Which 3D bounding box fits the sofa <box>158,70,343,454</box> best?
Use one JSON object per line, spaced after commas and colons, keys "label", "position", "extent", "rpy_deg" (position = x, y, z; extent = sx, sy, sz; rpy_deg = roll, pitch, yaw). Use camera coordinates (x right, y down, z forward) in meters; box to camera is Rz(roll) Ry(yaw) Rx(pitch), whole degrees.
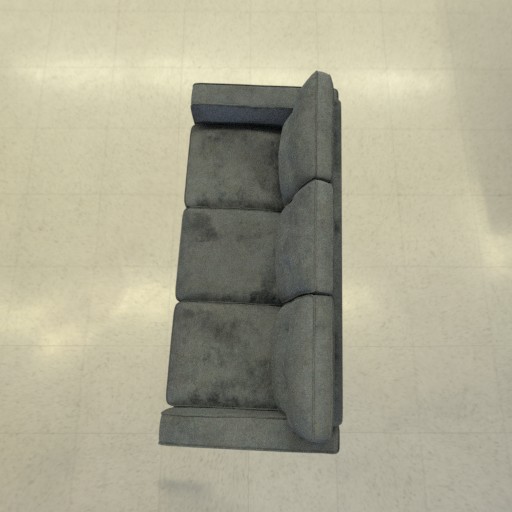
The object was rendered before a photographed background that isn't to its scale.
{"label": "sofa", "position": [0.000, 0.000, 2.656], "extent": [0.939, 0.965, 2.133], "rpy_deg": [3, 75, 1]}
